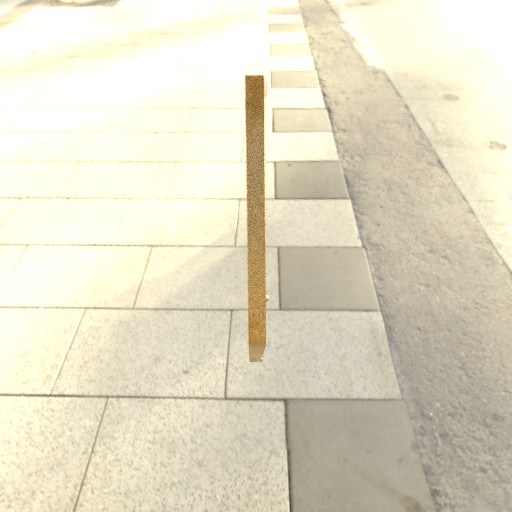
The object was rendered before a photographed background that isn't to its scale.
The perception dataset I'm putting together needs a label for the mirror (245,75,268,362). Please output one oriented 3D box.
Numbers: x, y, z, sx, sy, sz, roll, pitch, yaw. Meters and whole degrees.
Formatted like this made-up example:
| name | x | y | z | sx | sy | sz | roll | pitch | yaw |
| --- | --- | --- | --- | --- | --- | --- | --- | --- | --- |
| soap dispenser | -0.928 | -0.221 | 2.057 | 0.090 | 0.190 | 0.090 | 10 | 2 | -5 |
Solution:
| name | x | y | z | sx | sy | sz | roll | pitch | yaw |
| --- | --- | --- | --- | --- | --- | --- | --- | --- | --- |
| mirror | 0.000 | 0.000 | 0.850 | 0.032 | 0.679 | 0.419 | -1 | 41 | -1 |
